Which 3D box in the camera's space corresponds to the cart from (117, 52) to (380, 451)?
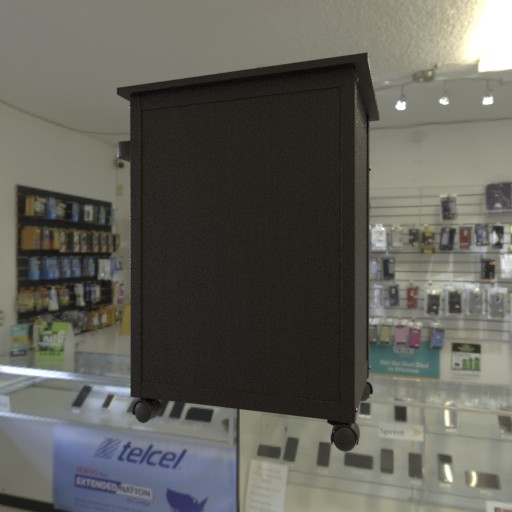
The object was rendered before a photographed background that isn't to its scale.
[{"bbox_3d":[0.000,0.000,1.276,0.660,0.879,0.456,0,0,19],"label":"cart"}]
